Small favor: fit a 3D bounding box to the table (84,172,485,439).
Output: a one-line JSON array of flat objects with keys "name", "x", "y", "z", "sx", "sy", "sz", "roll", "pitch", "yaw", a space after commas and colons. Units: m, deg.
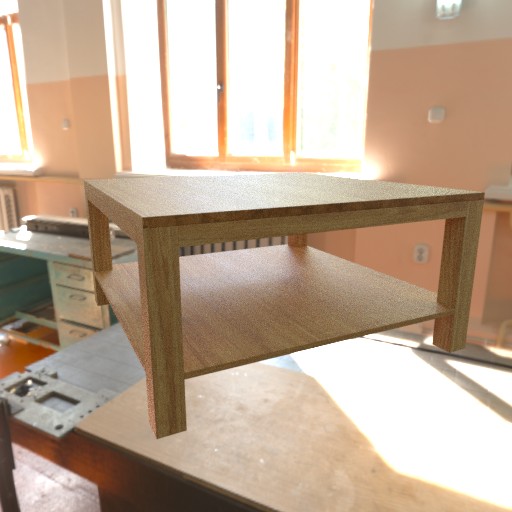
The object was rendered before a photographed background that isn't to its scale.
[{"name": "table", "x": 0.000, "y": 0.000, "z": 1.418, "sx": 0.900, "sy": 0.450, "sz": 0.900, "roll": -7, "pitch": 16, "yaw": -26}]
